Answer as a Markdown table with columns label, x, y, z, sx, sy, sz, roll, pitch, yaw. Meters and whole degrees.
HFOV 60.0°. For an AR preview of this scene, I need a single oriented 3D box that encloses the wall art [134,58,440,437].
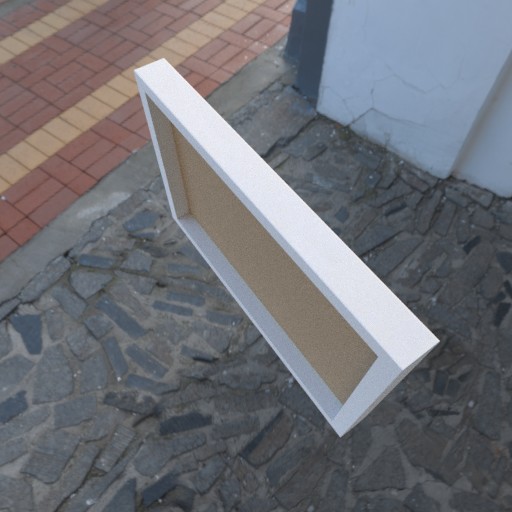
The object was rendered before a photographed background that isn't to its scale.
| label | x | y | z | sx | sy | sz | roll | pitch | yaw |
| --- | --- | --- | --- | --- | --- | --- | --- | --- | --- |
| wall art | 0.000 | 0.000 | 0.487 | 0.039 | 0.254 | 0.384 | -31 | 63 | -17 |
